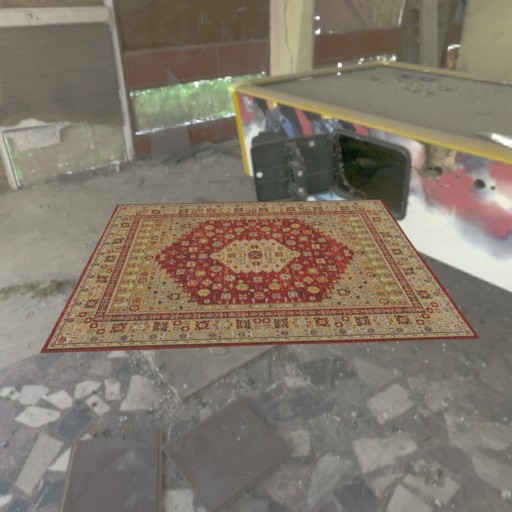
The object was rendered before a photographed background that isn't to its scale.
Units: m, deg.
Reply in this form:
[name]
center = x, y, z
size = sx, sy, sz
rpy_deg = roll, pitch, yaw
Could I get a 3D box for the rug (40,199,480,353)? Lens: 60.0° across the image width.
[rug]
center = 0.000, 0.000, 4.085
size = 3.053, 0.013, 2.387
rpy_deg = -1, 31, -2
